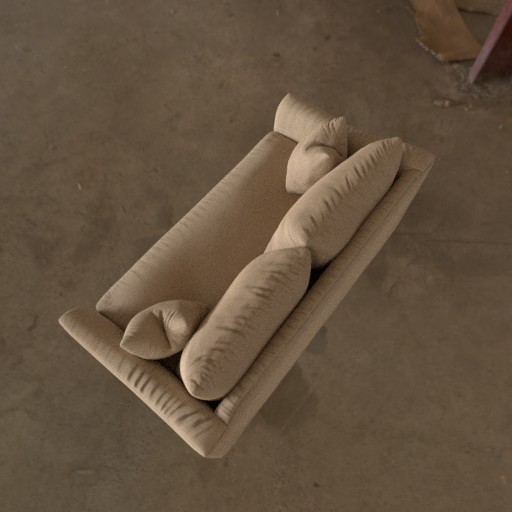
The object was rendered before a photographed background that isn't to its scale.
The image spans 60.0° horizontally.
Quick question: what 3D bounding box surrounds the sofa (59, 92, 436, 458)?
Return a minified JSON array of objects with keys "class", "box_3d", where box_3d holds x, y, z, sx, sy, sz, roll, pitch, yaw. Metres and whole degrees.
[{"class":"sofa","box_3d":[0.000,0.000,2.634,1.072,1.018,2.010,36,70,15]}]
